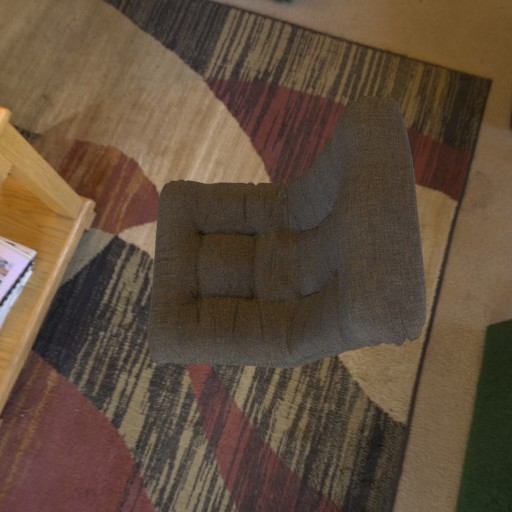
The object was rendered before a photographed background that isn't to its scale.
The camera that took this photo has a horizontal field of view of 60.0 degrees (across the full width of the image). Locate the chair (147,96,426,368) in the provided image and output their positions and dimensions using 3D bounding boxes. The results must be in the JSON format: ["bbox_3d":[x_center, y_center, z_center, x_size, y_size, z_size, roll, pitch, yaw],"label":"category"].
[{"bbox_3d":[0.000,0.000,1.243,0.668,0.749,0.597,0,74,0],"label":"chair"}]
